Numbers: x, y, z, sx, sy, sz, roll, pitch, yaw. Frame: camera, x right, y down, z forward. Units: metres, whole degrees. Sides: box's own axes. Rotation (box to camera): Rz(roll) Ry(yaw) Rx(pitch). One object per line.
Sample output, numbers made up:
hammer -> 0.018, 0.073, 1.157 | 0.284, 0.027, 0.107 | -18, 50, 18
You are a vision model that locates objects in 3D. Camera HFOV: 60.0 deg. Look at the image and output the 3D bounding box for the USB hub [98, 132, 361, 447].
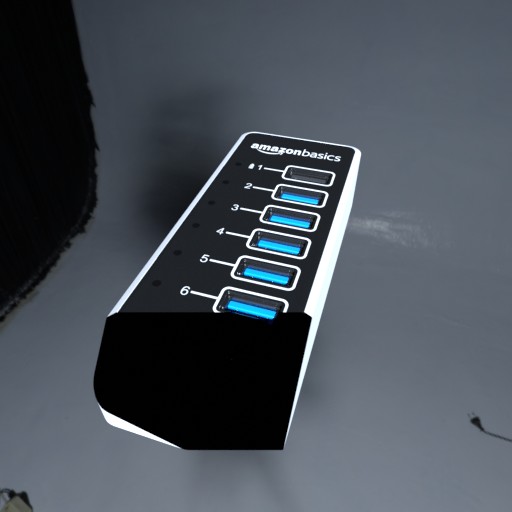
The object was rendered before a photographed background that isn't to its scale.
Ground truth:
USB hub -> 0.000, 0.000, 0.131 | 0.044, 0.023, 0.110 | 12, 44, 13
